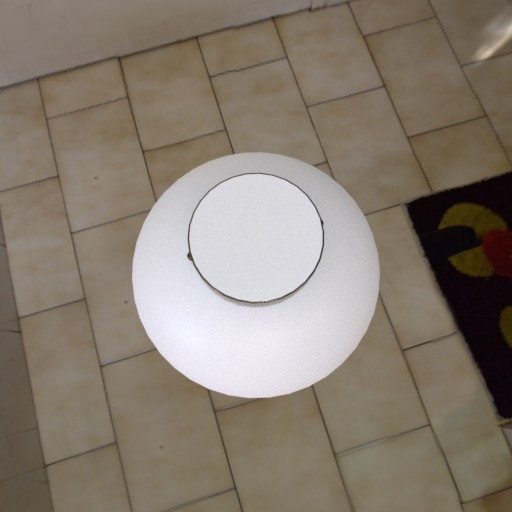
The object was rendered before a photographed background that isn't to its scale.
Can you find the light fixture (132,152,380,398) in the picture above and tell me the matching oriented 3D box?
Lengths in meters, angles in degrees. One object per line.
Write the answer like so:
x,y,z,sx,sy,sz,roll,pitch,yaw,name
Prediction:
0.000,0.000,0.565,0.355,0.177,0.355,0,75,0,light fixture
